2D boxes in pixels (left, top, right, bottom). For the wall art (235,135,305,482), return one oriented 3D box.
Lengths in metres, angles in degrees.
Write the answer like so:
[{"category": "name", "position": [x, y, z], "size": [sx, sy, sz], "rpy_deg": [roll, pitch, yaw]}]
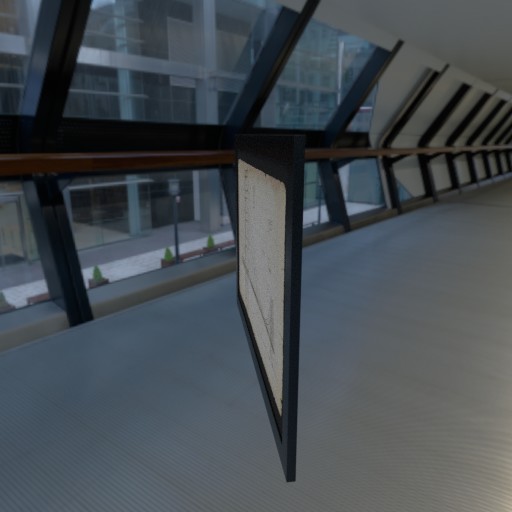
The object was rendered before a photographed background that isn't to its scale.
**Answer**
[{"category": "wall art", "position": [0.000, 0.000, 0.848], "size": [0.013, 0.447, 0.660], "rpy_deg": [-2, 15, -8]}]
